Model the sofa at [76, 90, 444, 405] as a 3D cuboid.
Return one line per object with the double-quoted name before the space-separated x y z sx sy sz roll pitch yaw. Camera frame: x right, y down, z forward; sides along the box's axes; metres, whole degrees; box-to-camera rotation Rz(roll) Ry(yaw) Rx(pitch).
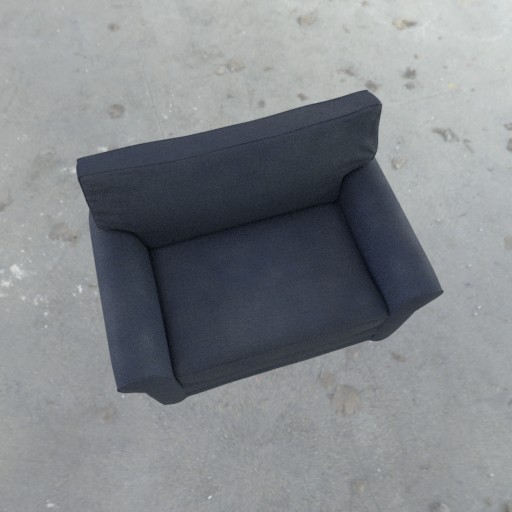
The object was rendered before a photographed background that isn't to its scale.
"sofa" 0.000 0.000 2.078 1.405 1.004 0.938 -15 65 -7
